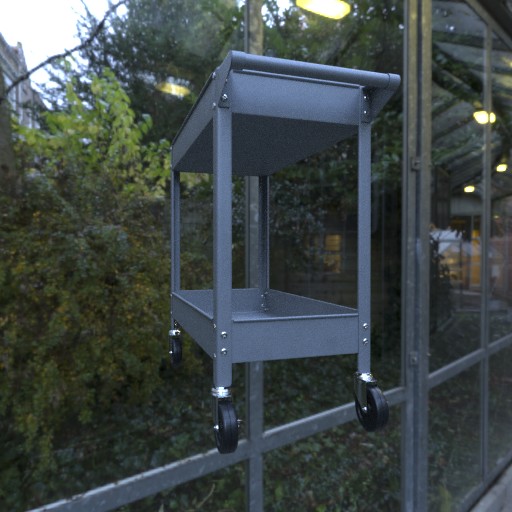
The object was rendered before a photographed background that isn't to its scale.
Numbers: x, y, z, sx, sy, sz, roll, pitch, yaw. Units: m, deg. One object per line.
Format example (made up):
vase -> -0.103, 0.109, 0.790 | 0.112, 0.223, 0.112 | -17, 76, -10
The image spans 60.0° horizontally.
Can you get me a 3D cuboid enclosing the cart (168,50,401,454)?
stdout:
cart -> 0.000, 0.000, 1.162 | 0.366, 0.719, 0.779 | 0, 1, -18
